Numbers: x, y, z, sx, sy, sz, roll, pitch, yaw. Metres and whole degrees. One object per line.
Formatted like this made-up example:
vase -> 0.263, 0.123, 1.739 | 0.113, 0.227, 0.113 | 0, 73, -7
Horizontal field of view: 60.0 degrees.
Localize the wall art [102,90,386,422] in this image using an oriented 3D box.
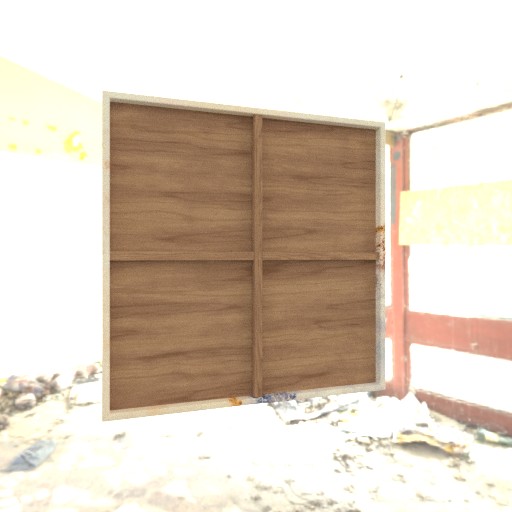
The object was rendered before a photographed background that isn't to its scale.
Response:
wall art -> 0.000, 0.000, 1.617 | 1.061, 1.061, 0.071 | 0, 0, -19
